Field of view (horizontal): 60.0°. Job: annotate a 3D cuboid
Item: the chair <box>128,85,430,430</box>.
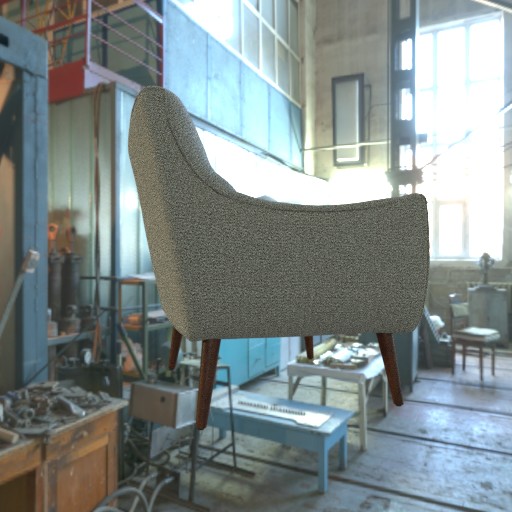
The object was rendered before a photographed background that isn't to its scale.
[{"bbox_3d":[0.000,0.000,1.424,0.787,0.838,0.762,0,0,-18],"label":"chair"}]
